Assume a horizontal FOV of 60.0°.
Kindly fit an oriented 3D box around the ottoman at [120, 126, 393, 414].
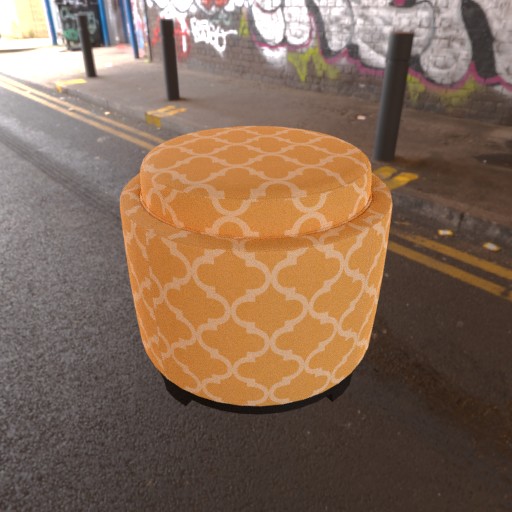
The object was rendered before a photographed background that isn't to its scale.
[{"bbox_3d":[0.000,0.000,0.864,0.480,0.429,0.480,0,30,0],"label":"ottoman"}]
